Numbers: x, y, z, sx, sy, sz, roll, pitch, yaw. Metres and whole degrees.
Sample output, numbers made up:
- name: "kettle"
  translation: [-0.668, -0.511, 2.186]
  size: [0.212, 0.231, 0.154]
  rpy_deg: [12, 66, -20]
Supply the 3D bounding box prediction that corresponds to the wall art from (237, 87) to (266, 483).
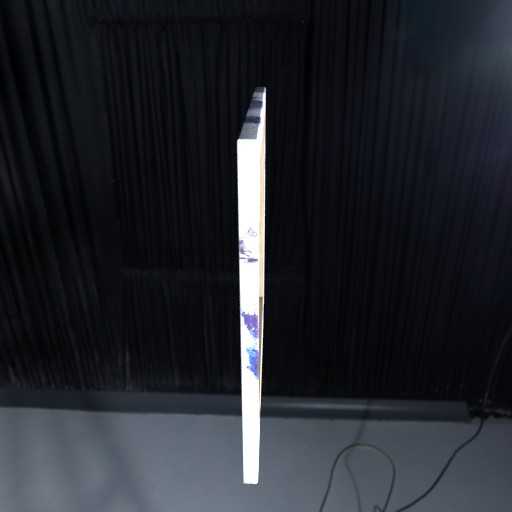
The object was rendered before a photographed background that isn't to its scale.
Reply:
- name: "wall art"
  translation: [0.000, 0.000, 1.354]
  size: [0.038, 0.885, 0.887]
  rpy_deg: [1, 26, 2]
